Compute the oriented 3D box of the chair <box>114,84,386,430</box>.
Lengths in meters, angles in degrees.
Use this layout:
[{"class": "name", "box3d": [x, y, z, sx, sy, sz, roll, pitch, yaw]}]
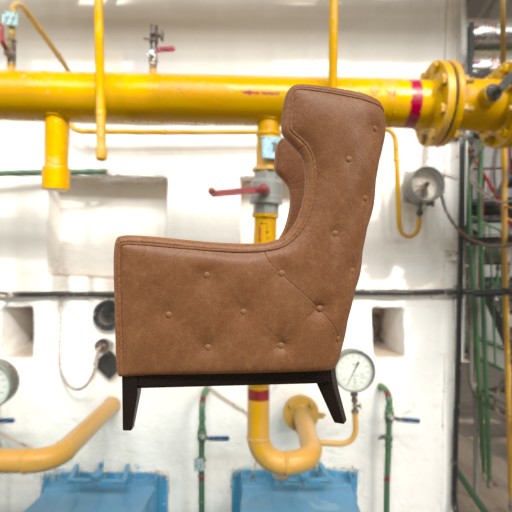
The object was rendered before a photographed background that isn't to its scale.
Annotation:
[{"class": "chair", "box3d": [0.000, 0.000, 1.718, 0.899, 1.079, 0.766, 0, 0, 0]}]
